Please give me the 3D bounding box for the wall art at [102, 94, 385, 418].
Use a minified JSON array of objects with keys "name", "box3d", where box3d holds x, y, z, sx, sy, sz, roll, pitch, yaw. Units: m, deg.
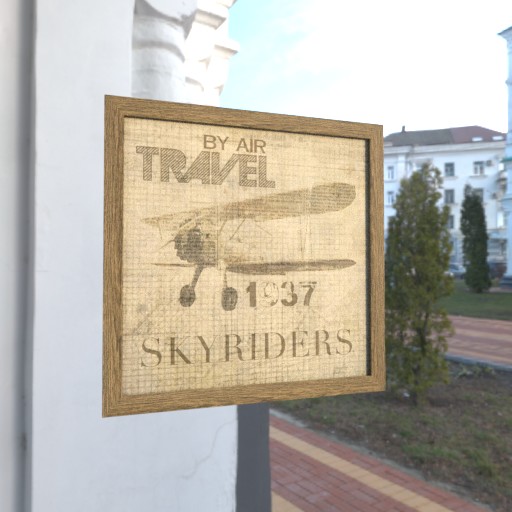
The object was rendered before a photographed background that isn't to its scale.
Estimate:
[{"name":"wall art","box3d":[0.000,0.000,0.780,0.508,0.508,0.019,0,-1,-17]}]
